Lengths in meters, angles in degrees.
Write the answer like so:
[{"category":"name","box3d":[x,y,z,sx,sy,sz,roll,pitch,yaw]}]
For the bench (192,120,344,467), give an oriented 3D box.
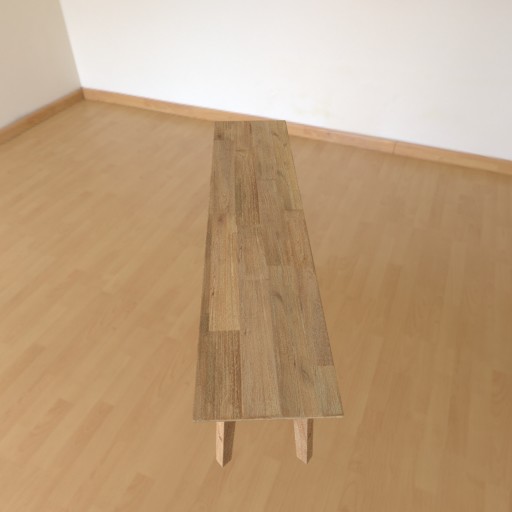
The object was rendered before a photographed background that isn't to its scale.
[{"category":"bench","box3d":[0.000,0.000,1.876,0.378,0.431,1.698,-1,42,-2]}]
